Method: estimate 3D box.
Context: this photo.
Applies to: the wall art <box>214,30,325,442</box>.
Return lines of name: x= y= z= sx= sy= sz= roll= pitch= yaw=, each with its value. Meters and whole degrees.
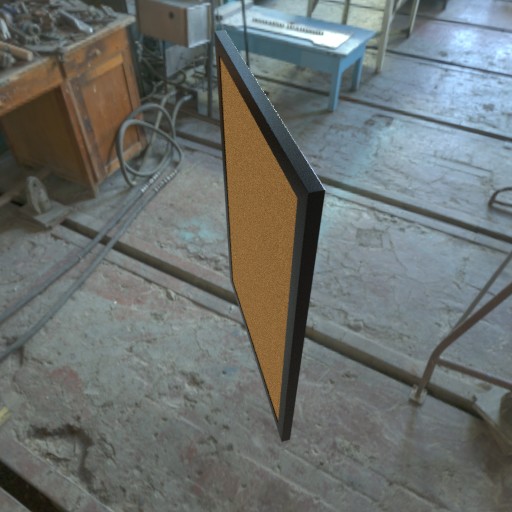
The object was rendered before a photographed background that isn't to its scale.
wall art: x=0.000 y=0.000 z=0.845 sx=0.019 sy=0.656 sz=0.462 roll=-12 pitch=47 yaw=-11
